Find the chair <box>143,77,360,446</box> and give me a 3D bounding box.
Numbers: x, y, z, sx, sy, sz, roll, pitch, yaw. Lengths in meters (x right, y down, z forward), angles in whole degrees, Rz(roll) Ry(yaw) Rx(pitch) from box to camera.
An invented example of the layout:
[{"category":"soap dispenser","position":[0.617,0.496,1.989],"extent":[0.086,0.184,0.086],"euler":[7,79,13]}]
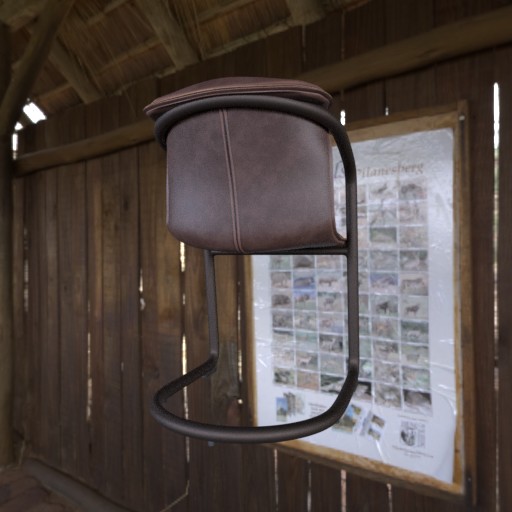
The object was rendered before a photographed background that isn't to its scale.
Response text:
[{"category":"chair","position":[0.000,0.000,1.280],"extent":[0.536,0.836,0.664],"euler":[0,0,18]}]
